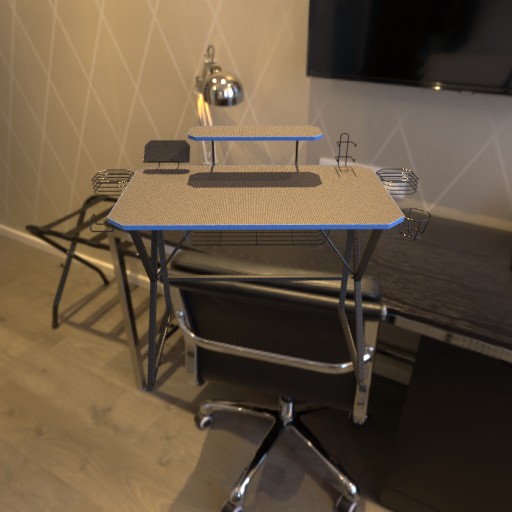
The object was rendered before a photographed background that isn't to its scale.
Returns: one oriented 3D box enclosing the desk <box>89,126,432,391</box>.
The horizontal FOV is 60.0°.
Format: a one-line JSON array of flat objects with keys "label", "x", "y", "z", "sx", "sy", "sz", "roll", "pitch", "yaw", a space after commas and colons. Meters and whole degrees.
[{"label": "desk", "x": 0.000, "y": 0.000, "z": 1.808, "sx": 1.295, "sy": 0.909, "sz": 0.594, "roll": 0, "pitch": 31, "yaw": 0}]
